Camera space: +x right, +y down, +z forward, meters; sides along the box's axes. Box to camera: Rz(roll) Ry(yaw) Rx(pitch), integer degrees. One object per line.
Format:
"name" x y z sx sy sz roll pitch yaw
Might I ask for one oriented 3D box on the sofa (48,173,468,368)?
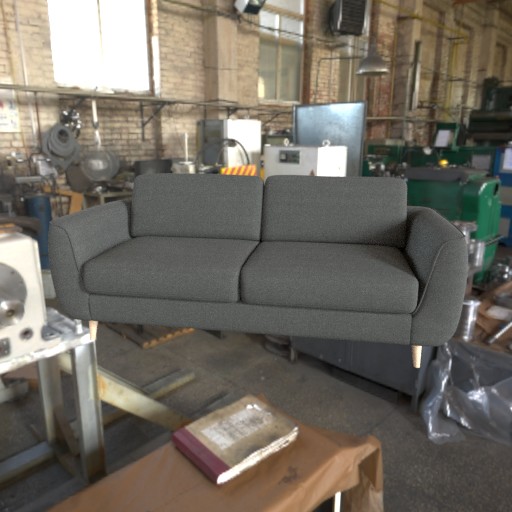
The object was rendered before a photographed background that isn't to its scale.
"sofa" 0.000 0.000 2.453 2.000 0.850 0.920 3 15 10
